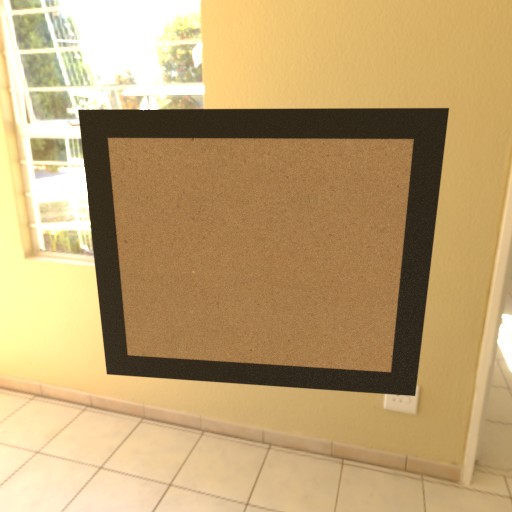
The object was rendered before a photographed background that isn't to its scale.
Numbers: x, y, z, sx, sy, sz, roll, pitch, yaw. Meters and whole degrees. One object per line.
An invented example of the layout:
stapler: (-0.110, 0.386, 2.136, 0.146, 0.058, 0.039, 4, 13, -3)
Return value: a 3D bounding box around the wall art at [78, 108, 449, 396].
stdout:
wall art: (0.000, 0.000, 0.511, 0.381, 0.321, 0.028, 2, 17, 7)
